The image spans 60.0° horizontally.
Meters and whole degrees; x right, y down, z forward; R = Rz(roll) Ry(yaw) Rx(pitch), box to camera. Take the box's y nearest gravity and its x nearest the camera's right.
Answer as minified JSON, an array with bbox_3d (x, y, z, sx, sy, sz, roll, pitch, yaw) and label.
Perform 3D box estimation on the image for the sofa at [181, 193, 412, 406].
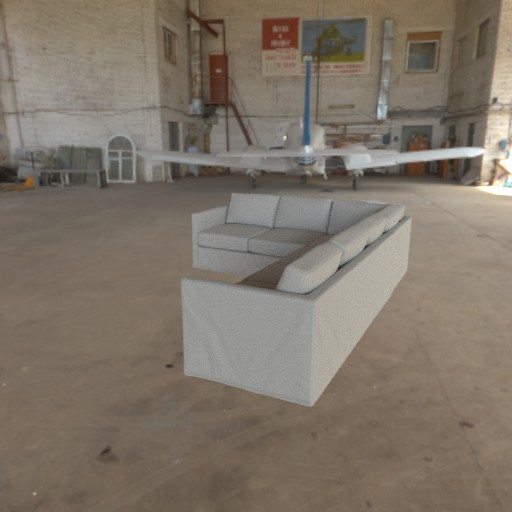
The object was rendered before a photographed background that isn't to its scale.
[{"bbox_3d":[0.000,0.000,4.384,2.432,0.871,3.182,8,16,27],"label":"sofa"}]
